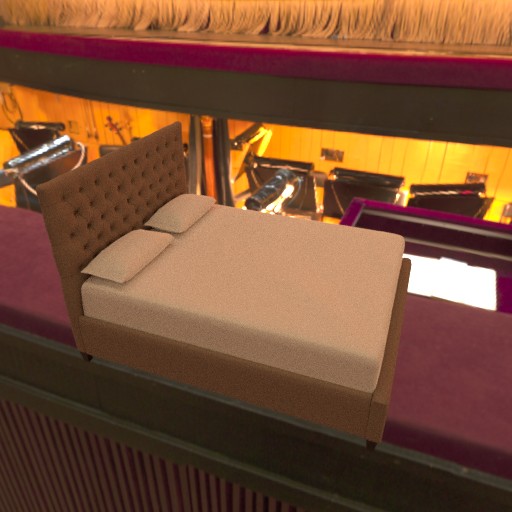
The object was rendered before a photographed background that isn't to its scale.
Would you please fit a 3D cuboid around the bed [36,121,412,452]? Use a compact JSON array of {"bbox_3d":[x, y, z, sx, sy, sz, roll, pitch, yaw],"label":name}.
[{"bbox_3d":[0.000,0.000,3.331,2.233,1.426,1.696,11,33,18],"label":"bed"}]
